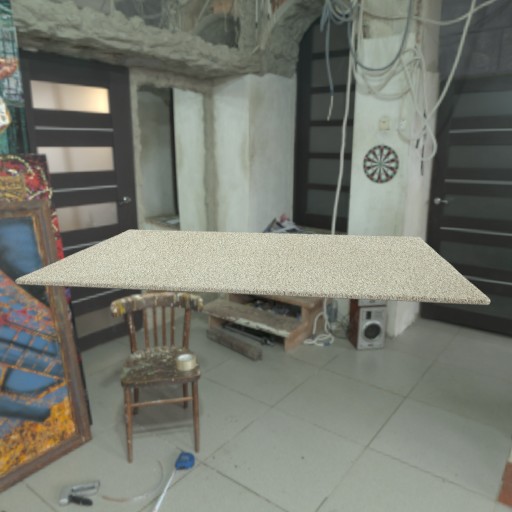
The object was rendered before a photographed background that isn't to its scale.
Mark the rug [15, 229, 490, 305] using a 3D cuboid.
[{"bbox_3d":[0.000,0.000,2.970,2.438,0.030,1.524,2,14,8],"label":"rug"}]
